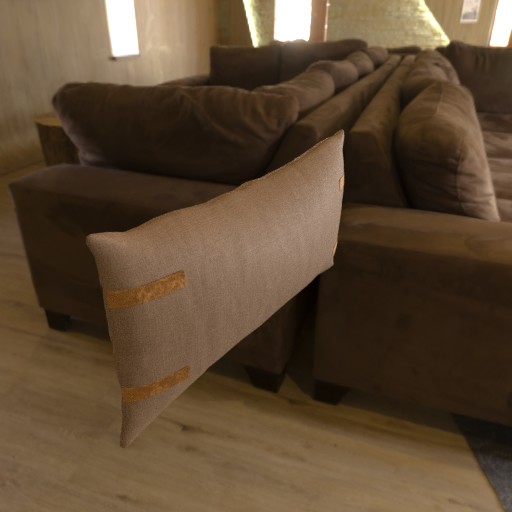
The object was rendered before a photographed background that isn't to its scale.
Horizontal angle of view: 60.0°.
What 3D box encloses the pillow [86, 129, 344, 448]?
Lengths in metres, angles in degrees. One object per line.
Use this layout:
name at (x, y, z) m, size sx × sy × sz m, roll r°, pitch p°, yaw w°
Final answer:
pillow at (0.000, 0.000, 0.730) m, size 0.148 × 0.308 × 0.612 m, roll 18°, pitch 32°, yaw 31°
